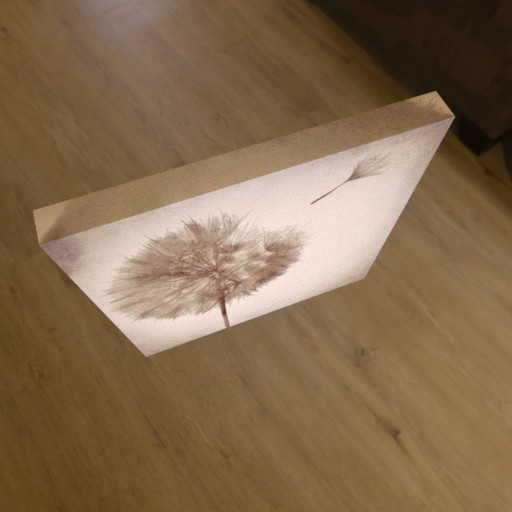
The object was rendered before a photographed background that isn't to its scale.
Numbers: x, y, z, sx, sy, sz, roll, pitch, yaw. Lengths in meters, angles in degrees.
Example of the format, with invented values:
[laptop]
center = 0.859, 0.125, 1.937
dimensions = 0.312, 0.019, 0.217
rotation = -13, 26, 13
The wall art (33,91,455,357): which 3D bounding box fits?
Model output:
[wall art]
center = 0.000, 0.000, 0.445
dimensions = 0.303, 0.303, 0.028
rotation = -19, 66, -9
